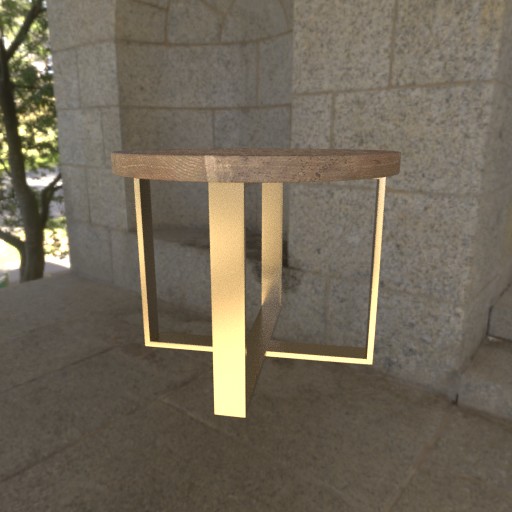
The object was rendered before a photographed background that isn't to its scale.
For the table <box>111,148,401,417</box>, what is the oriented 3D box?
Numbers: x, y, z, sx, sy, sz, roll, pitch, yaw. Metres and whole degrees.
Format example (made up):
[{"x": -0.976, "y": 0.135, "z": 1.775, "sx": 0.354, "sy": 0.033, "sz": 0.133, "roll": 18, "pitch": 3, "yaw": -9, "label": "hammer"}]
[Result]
[{"x": 0.000, "y": 0.000, "z": 0.948, "sx": 0.557, "sy": 0.437, "sz": 0.557, "roll": 0, "pitch": 15, "yaw": 0, "label": "table"}]
